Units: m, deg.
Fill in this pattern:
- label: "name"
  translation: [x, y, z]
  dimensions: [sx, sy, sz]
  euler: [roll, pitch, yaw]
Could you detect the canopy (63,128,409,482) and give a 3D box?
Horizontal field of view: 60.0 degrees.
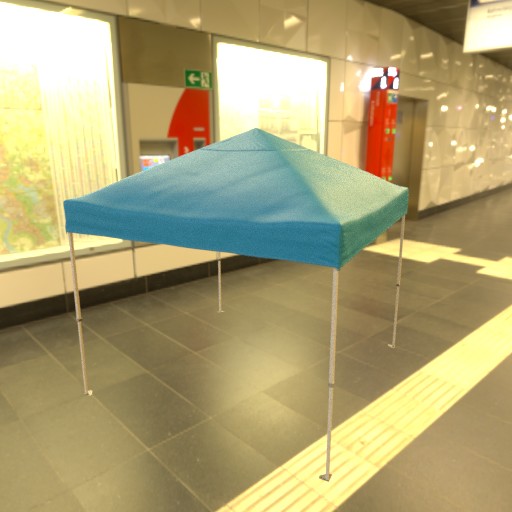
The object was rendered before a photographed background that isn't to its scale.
- label: "canopy"
  translation: [0.000, 0.000, 5.385]
  dimensions: [2.996, 2.997, 2.998]
  euler: [7, 16, 27]
